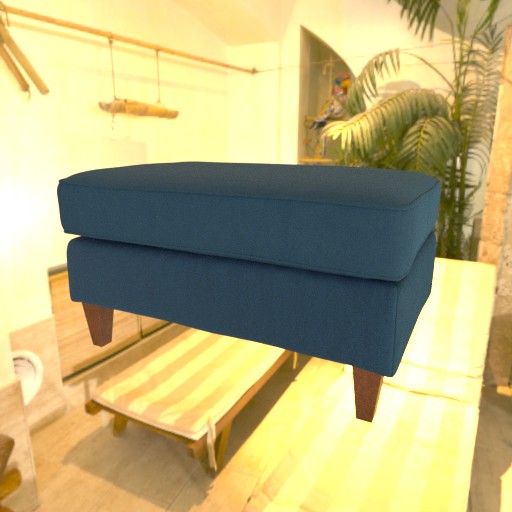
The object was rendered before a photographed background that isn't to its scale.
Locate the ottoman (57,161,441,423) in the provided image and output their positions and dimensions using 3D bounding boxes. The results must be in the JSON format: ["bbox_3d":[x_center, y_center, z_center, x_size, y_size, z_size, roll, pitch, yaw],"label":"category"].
[{"bbox_3d":[0.000,0.000,1.197,0.862,0.484,0.583,8,17,26],"label":"ottoman"}]
